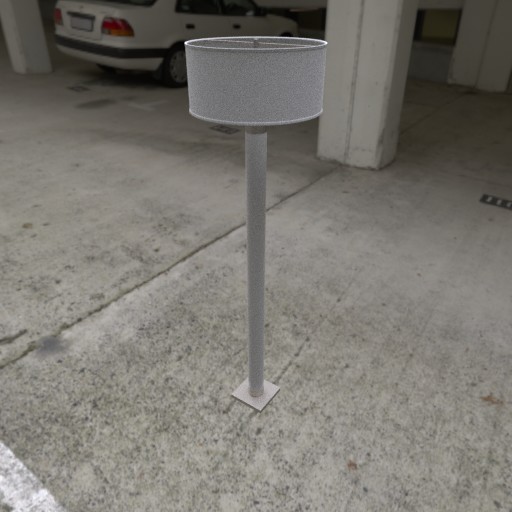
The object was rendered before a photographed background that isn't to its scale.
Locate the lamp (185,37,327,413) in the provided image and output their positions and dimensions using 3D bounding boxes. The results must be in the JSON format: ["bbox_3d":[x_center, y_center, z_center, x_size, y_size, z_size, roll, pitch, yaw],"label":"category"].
[{"bbox_3d":[0.000,0.000,1.672,0.420,1.475,0.420,19,35,30],"label":"lamp"}]
